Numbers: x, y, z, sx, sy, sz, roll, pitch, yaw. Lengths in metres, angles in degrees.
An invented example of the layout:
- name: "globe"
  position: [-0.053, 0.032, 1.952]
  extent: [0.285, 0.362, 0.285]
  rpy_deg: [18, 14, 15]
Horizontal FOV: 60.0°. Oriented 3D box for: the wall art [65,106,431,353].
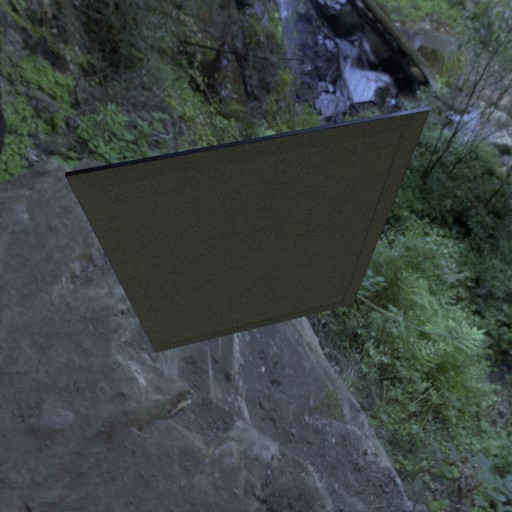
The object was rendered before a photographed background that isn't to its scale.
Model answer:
- name: "wall art"
  position: [0.000, 0.000, 0.644]
  extent: [0.381, 0.457, 0.023]
  rpy_deg: [-12, 58, -8]
